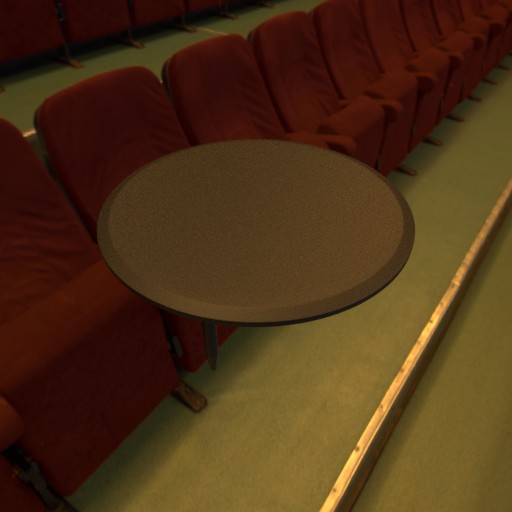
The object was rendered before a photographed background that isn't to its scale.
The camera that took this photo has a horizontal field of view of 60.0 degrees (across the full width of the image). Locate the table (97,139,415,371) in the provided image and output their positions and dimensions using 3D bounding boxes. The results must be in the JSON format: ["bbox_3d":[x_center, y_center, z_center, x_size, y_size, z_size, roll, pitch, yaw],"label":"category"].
[{"bbox_3d":[0.000,0.000,1.421,0.900,0.400,0.900,0,40,0],"label":"table"}]
